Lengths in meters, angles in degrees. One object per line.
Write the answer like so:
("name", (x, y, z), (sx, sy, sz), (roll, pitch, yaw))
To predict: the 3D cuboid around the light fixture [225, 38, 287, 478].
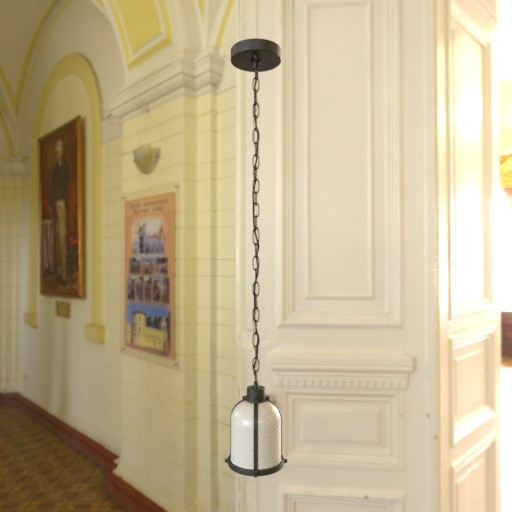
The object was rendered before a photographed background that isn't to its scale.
("light fixture", (0.000, 0.000, 1.270), (0.178, 1.181, 0.178), (0, -1, 1))
